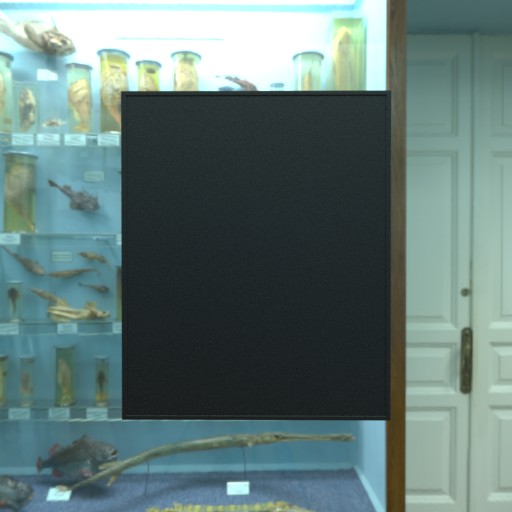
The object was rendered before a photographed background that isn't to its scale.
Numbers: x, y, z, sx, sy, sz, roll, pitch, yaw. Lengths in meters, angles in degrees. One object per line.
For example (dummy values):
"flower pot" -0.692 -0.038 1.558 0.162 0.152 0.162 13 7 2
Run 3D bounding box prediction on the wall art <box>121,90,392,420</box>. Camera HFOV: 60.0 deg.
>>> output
"wall art" 0.000 0.000 0.753 0.451 0.551 0.028 0 1 0
